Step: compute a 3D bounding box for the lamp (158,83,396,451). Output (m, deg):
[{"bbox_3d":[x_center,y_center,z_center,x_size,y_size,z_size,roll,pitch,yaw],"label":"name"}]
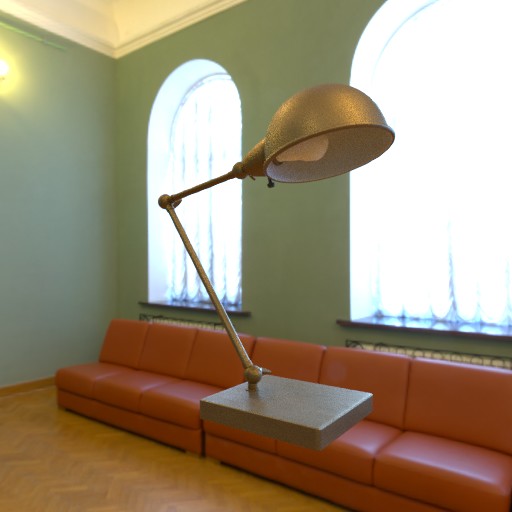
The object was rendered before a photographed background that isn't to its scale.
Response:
[{"bbox_3d":[0.000,0.000,0.547,0.339,0.371,0.149,0,-1,36],"label":"lamp"}]
